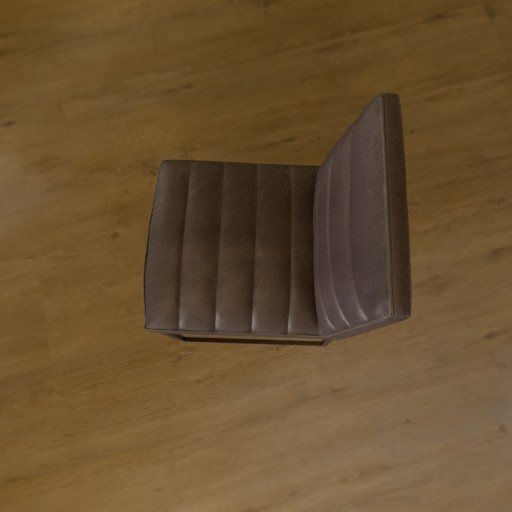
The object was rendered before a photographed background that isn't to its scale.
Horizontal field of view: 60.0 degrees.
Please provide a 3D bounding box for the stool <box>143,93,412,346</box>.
[{"bbox_3d":[0.000,0.000,1.251,0.562,0.946,0.463,2,76,0],"label":"stool"}]
